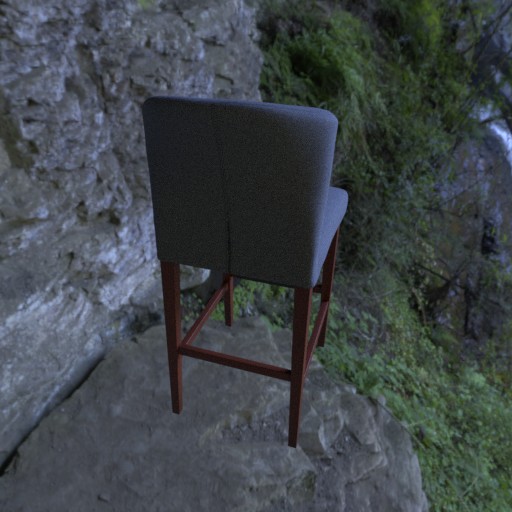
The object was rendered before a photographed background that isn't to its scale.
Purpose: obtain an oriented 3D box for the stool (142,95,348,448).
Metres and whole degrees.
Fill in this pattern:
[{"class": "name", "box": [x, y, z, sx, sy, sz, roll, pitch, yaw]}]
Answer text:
[{"class": "stool", "box": [0.000, 0.000, 1.408, 0.481, 1.069, 0.568, 10, 33, 16]}]
